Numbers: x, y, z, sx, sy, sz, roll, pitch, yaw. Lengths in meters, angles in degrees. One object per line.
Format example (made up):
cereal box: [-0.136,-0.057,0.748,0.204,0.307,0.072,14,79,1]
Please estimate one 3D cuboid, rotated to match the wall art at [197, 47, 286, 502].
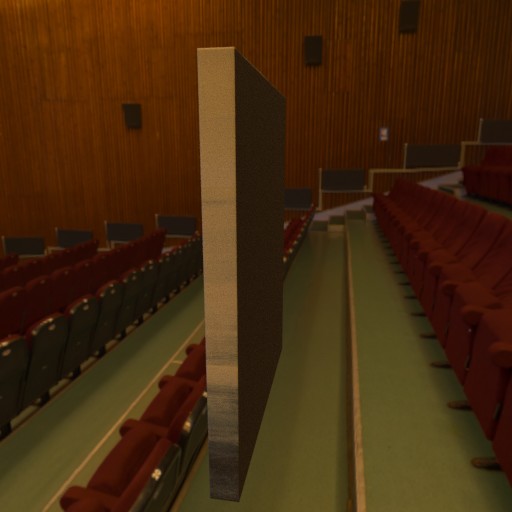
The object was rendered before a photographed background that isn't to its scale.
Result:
wall art: [0.000,0.000,0.690,0.037,0.511,0.435,2,14,10]
